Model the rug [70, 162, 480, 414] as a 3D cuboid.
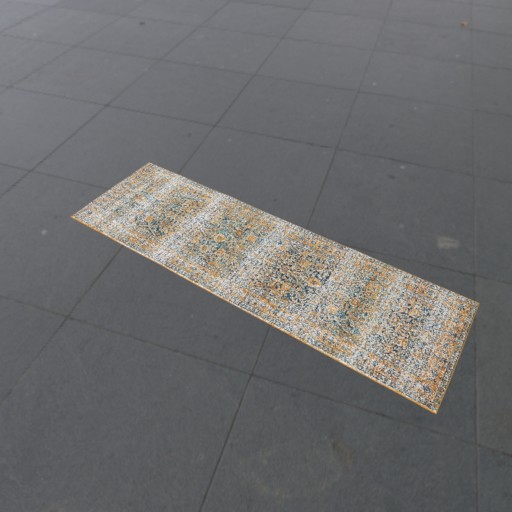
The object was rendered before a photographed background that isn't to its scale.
[{"bbox_3d":[0.000,0.000,2.509,2.294,0.014,0.704,25,51,22],"label":"rug"}]
